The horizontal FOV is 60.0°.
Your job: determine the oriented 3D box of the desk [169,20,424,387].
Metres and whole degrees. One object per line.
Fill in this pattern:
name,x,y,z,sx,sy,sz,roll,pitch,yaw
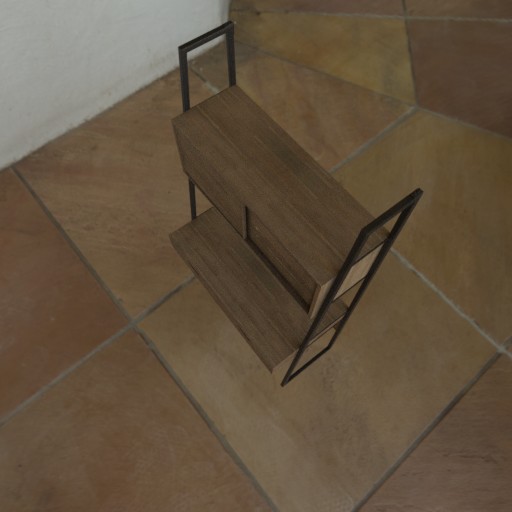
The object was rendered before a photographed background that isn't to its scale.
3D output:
desk,0.000,0.000,2.233,0.515,1.809,0.982,-35,69,-16
